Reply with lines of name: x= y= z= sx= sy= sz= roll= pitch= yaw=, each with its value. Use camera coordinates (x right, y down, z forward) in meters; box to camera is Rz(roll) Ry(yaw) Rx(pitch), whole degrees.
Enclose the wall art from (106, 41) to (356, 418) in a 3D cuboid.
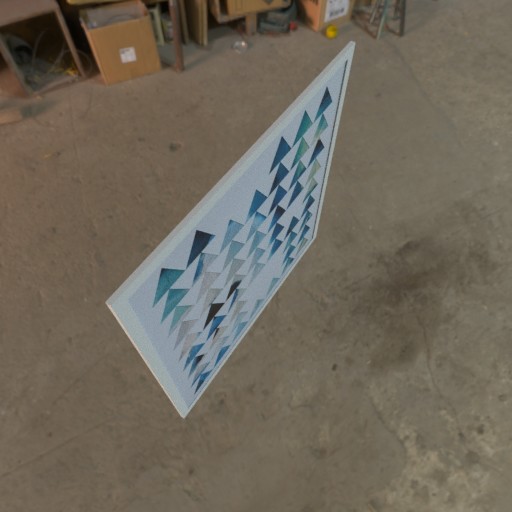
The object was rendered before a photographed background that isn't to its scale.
wall art: x=0.000 y=0.000 z=1.198 sx=0.012 sy=0.809 sz=0.809 roll=30 pitch=63 yaw=17
